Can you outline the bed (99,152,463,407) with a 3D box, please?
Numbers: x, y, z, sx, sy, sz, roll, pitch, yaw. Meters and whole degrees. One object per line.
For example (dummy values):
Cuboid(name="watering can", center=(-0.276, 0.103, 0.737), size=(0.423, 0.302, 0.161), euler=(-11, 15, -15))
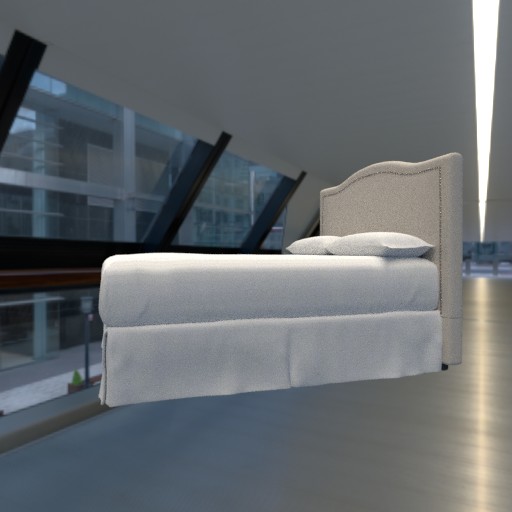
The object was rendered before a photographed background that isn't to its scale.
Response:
Cuboid(name="bed", center=(0.000, 0.000, 3.226), size=(2.143, 1.460, 1.753), euler=(0, 1, -19))
